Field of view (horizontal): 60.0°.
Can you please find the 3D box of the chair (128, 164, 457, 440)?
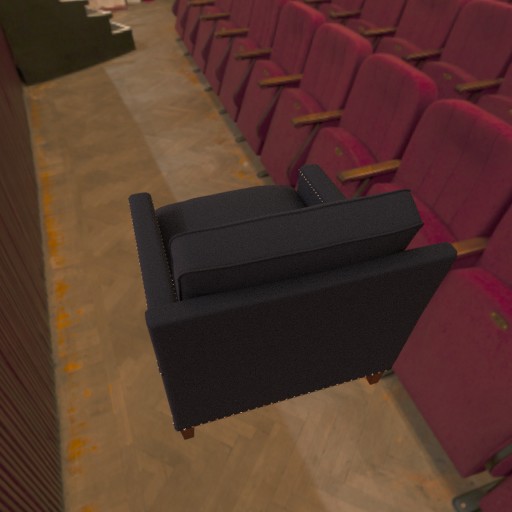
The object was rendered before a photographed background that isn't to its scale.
[{"bbox_3d":[0.000,0.000,1.685,0.853,0.943,1.014,-12,43,-13],"label":"chair"}]
